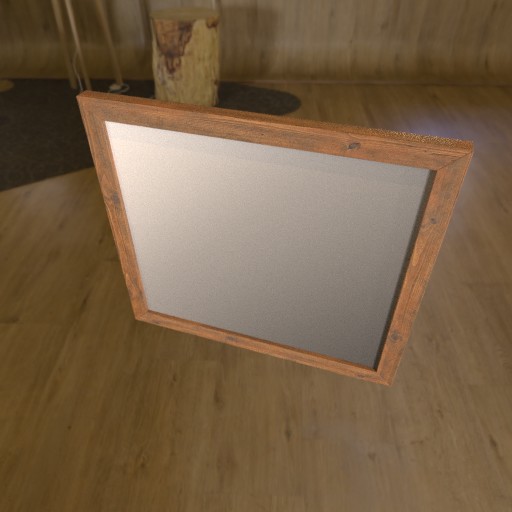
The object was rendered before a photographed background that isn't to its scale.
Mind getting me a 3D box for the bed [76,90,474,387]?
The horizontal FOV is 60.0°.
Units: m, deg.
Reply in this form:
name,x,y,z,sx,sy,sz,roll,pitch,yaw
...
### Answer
name,x,y,z,sx,sy,sz,roll,pitch,yaw
bed,0.000,0.000,1.442,1.046,0.942,0.046,12,42,14
